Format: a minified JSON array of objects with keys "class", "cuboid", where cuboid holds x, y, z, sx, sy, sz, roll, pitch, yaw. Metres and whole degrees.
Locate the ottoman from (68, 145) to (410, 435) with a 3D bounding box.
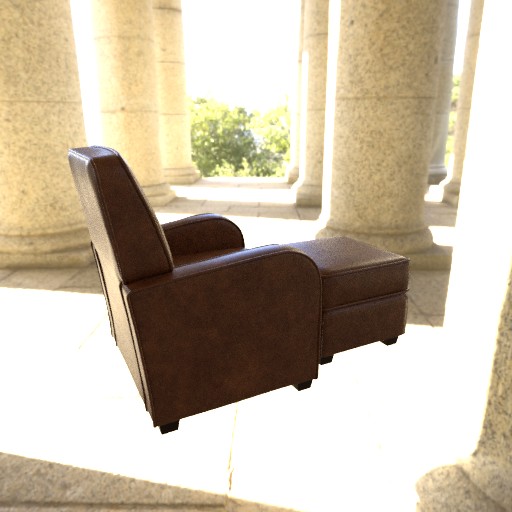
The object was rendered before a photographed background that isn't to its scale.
[{"class":"ottoman","cuboid":[0.000,0.000,1.840,1.314,0.904,0.732,-8,19,-26]}]
